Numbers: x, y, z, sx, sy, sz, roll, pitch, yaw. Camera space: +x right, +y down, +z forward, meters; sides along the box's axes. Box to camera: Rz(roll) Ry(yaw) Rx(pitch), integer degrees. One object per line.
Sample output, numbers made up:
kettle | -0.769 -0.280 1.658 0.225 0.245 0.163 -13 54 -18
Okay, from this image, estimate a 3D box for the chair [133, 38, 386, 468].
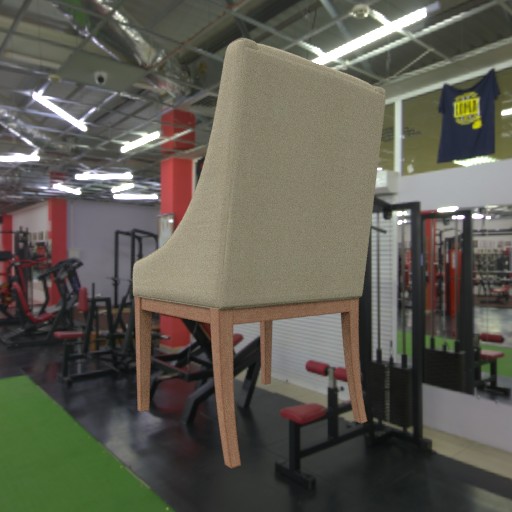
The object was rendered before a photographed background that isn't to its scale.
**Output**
chair | 0.000 0.000 1.404 0.575 1.021 0.611 0 0 -37
